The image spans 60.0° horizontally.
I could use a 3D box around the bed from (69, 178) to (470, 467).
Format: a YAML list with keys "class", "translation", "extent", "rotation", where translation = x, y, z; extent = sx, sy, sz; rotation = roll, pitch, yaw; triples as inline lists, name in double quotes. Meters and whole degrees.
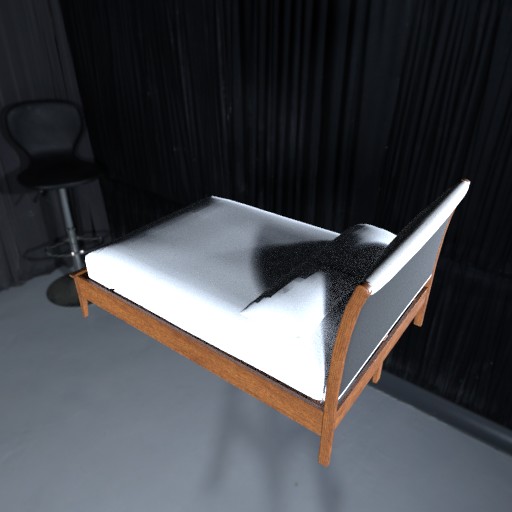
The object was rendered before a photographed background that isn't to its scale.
- class: "bed"
  translation: [0.000, 0.000, 3.251]
  extent: [2.380, 1.250, 1.612]
  rotation: [21, 36, 31]
